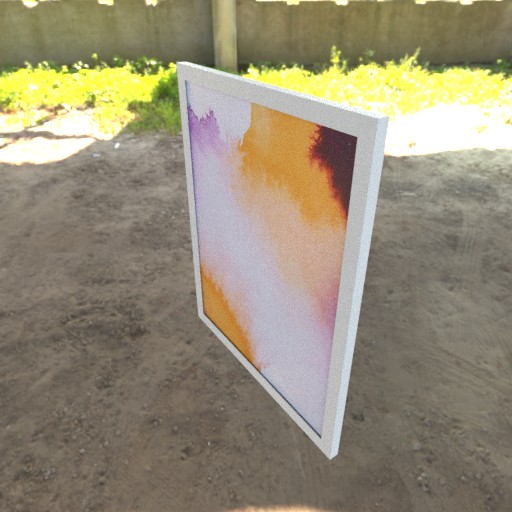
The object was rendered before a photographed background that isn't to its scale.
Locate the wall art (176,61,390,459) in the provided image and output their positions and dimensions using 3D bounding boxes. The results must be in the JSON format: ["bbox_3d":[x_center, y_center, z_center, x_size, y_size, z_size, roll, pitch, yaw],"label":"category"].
[{"bbox_3d":[0.000,0.000,1.096,0.026,0.811,0.661,-20,37,-29],"label":"wall art"}]
